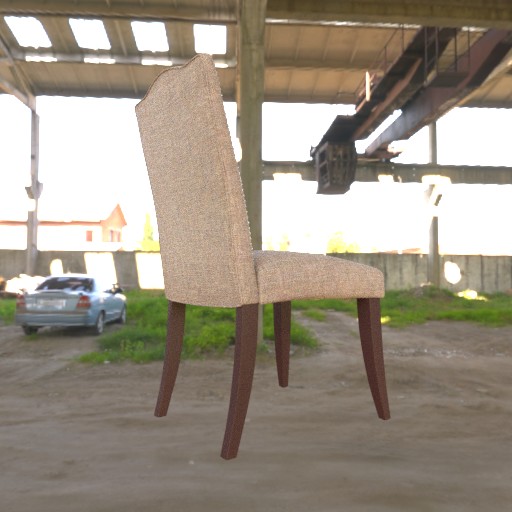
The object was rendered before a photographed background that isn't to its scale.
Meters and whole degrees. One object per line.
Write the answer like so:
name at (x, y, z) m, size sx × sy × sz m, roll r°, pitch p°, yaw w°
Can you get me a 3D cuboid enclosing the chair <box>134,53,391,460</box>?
chair at (0.000, 0.000, 1.403) m, size 0.660 × 1.016 × 0.513 m, roll 2°, pitch -3°, yaw -37°
